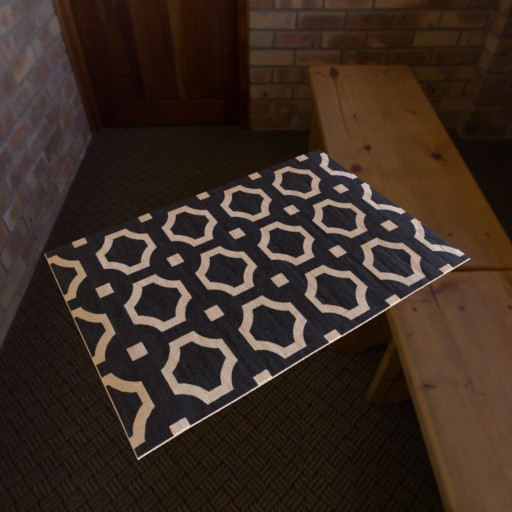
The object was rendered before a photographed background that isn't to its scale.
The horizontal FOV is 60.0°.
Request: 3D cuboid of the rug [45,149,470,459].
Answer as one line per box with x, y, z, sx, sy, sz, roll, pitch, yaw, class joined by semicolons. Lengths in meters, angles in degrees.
0.000;0.000;2.874;2.286;0.016;1.555;-25;51;-23;rug
